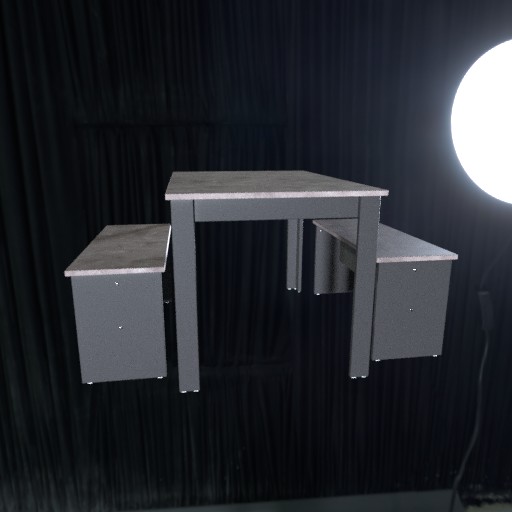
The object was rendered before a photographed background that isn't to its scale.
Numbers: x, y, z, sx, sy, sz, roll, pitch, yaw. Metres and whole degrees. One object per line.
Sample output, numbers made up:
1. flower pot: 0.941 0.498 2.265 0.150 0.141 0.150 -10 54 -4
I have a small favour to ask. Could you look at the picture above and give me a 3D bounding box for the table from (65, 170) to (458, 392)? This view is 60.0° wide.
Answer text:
1. table: 0.000 0.000 2.035 1.443 0.700 1.100 -2 14 -9
